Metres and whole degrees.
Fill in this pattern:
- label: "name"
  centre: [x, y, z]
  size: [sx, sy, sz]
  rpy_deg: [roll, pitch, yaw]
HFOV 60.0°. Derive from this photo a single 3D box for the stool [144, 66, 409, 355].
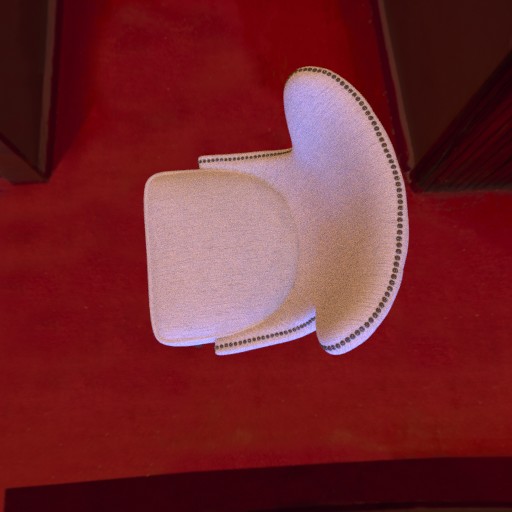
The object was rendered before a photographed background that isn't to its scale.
- label: "stool"
  centre: [0.000, 0.000, 1.323]
  size: [0.597, 0.972, 0.615]
  rpy_deg: [-6, 77, -1]
